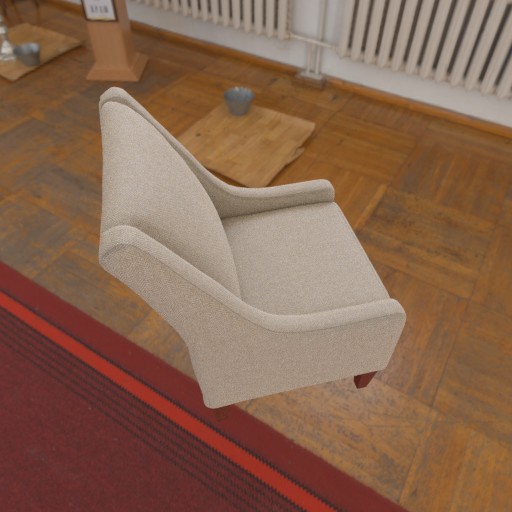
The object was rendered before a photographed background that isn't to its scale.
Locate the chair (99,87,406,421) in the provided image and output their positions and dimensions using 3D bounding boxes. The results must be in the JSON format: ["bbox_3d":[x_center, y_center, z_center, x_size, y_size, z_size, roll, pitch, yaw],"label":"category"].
[{"bbox_3d":[0.000,0.000,1.599,0.870,1.014,0.774,-10,48,-9],"label":"chair"}]
